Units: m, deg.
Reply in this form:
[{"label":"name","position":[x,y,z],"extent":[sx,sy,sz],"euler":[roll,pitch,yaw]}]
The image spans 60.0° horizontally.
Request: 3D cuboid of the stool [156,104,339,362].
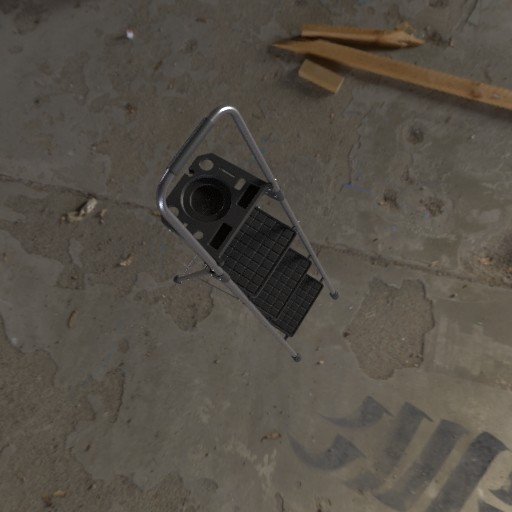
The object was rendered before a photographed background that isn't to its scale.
[{"label":"stool","position":[0.000,0.000,1.562],"extent":[0.733,1.277,0.396],"euler":[32,78,8]}]
